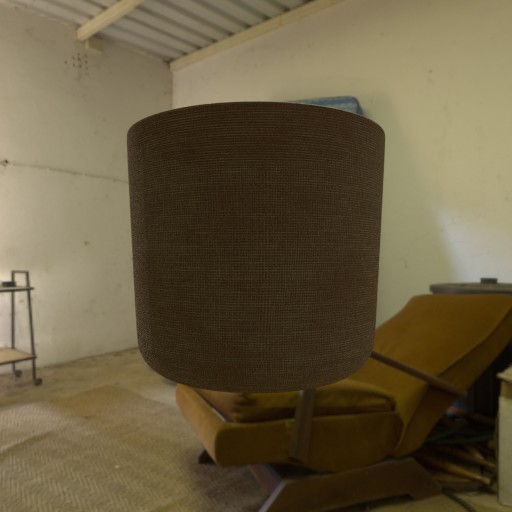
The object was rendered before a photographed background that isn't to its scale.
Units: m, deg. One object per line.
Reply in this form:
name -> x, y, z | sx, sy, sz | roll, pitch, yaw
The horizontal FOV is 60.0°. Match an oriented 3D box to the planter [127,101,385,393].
planter -> 0.000, 0.000, 0.786 | 0.440, 0.398, 0.440 | 0, 0, 0
